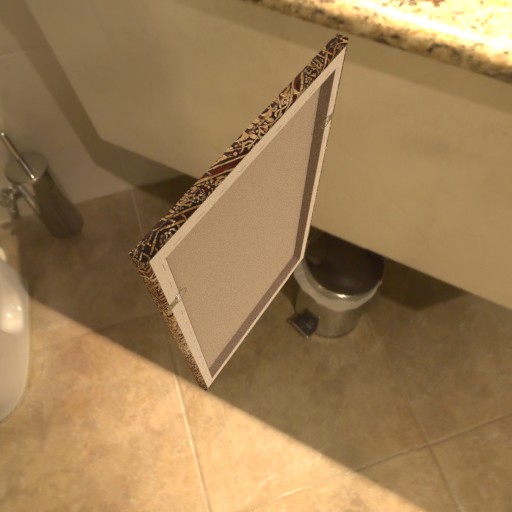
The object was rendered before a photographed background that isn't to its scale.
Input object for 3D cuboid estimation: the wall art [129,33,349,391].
[{"bbox_3d":[0.000,0.000,0.761,0.020,0.599,0.397,32,66,16],"label":"wall art"}]
